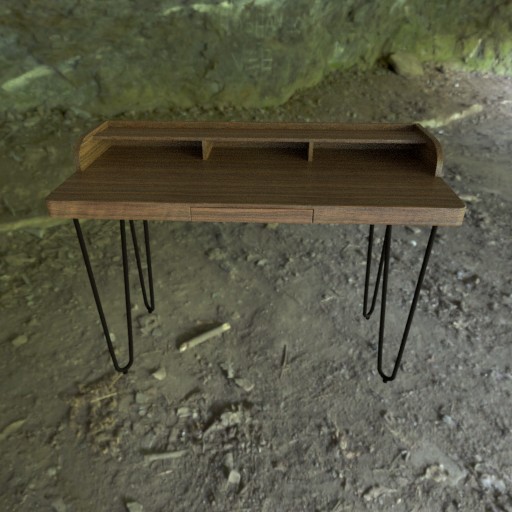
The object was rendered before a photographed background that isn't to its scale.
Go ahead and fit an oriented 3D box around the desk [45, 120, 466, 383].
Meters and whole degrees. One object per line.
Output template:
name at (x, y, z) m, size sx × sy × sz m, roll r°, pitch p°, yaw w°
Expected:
desk at (0.000, 0.000, 1.652) m, size 1.200 × 0.854 × 0.565 m, roll 1°, pitch 30°, yaw 2°
